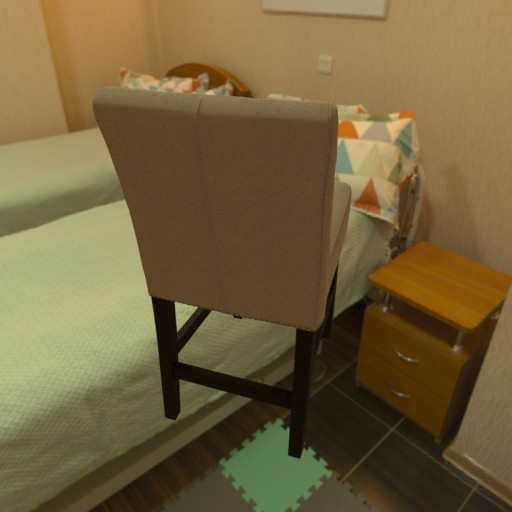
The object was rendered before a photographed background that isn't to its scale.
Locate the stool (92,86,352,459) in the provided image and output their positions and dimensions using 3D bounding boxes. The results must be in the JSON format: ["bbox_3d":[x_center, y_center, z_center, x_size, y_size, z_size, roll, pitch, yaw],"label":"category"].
[{"bbox_3d":[0.000,0.000,1.136,0.427,0.885,0.571,10,33,16],"label":"stool"}]
